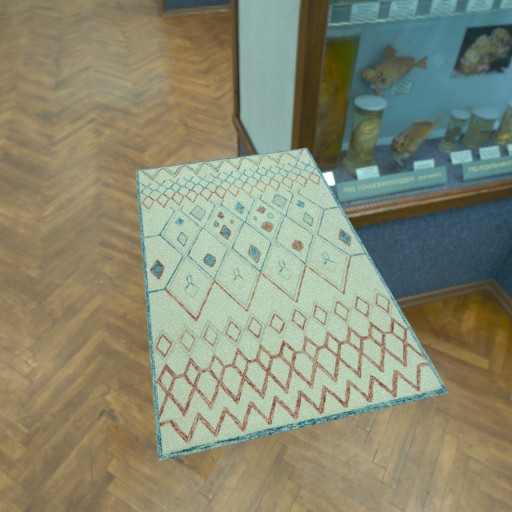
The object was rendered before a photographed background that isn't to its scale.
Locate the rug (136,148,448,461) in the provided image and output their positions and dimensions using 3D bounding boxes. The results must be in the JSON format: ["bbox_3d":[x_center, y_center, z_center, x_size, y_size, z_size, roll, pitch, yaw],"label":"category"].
[{"bbox_3d":[0.000,0.000,3.051,1.524,0.015,2.438,-10,46,-9],"label":"rug"}]
